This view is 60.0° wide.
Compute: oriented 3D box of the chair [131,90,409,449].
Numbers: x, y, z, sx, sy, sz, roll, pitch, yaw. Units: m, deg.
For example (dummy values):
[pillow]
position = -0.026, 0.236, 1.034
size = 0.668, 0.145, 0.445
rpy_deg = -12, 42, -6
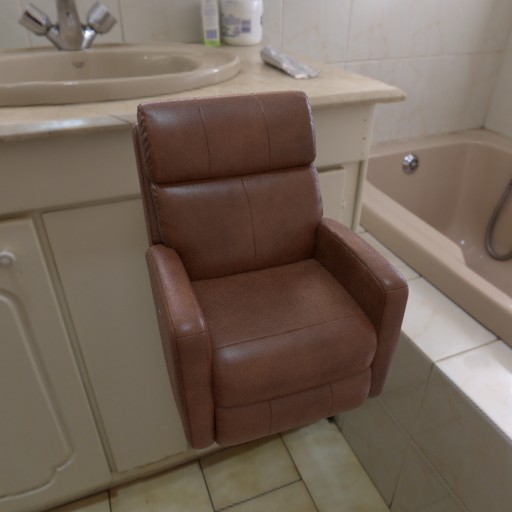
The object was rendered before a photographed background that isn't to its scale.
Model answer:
[chair]
position = 0.000, 0.000, 1.673
size = 0.787, 1.016, 0.939
rpy_deg = -10, 34, -16
